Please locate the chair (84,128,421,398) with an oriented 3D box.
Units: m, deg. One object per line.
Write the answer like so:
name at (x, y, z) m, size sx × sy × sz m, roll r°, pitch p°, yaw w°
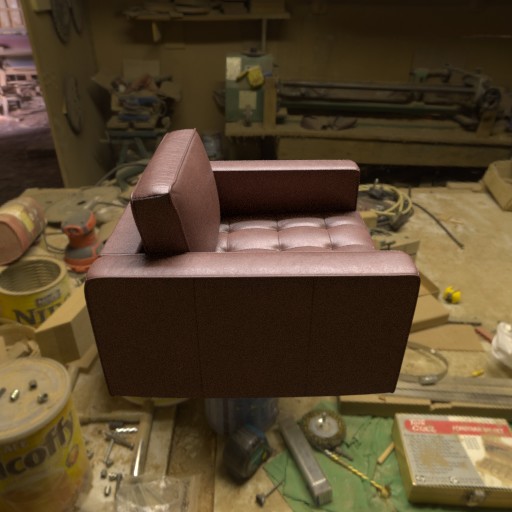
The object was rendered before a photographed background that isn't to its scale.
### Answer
chair at (0.000, 0.000, 1.585) m, size 0.900 × 0.770 × 0.920 m, roll 0°, pitch 31°, yaw 0°
